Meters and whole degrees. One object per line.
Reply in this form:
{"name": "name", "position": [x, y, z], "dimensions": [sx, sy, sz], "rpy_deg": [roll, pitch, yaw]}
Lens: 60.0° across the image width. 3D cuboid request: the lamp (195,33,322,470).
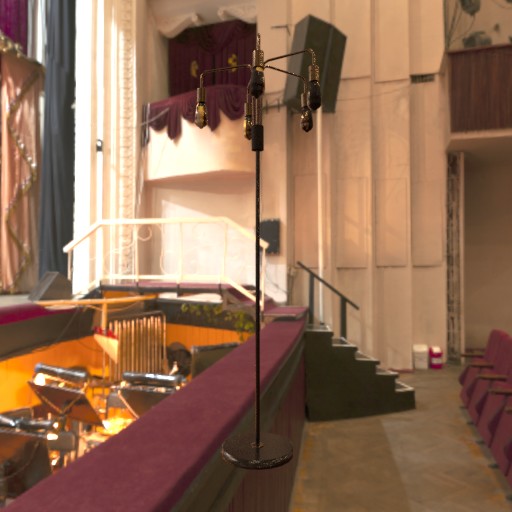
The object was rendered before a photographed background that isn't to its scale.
{"name": "lamp", "position": [0.000, 0.000, 1.943], "dimensions": [0.599, 1.721, 0.572], "rpy_deg": [0, -2, 17]}
